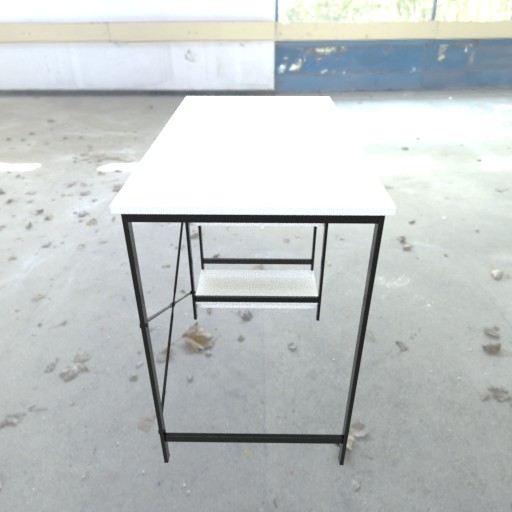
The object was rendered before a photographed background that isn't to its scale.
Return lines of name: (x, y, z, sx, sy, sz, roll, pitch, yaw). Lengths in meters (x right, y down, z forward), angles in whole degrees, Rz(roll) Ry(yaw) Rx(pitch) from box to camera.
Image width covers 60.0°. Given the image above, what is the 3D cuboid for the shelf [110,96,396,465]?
shelf: (0.000, 0.000, 1.348, 0.498, 0.750, 0.902, 0, 31, 1)
